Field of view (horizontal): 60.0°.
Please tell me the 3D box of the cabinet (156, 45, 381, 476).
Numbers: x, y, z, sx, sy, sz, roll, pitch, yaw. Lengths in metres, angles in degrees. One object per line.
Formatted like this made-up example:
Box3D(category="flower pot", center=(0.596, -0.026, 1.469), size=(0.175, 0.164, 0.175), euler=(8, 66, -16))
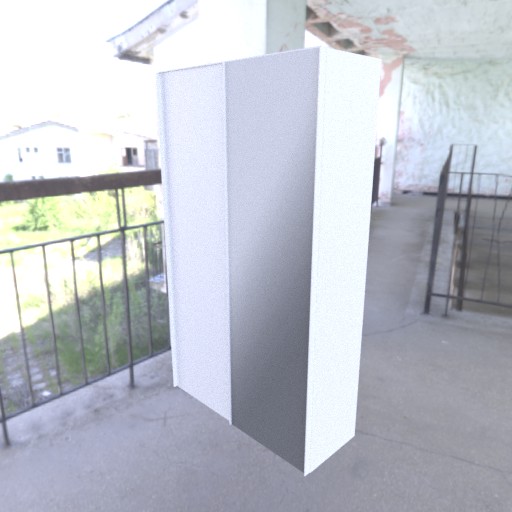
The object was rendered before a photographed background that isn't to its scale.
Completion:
Box3D(category="cabinet", center=(0.000, 0.000, 2.712), size=(0.480, 2.160, 1.250), euler=(-15, 22, -43))
